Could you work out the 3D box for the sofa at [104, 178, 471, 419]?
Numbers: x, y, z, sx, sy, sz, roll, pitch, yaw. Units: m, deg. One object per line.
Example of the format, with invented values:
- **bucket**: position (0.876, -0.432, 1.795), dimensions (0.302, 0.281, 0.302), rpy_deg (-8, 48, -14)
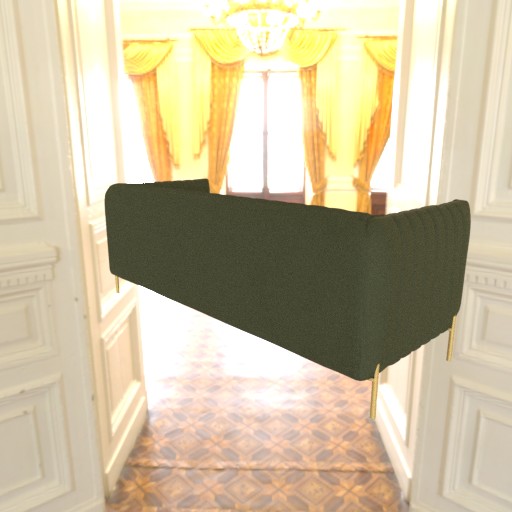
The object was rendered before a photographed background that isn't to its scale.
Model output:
- **sofa**: position (0.000, 0.000, 2.613), dimensions (0.896, 0.793, 2.137), rpy_deg (-13, 19, -42)
